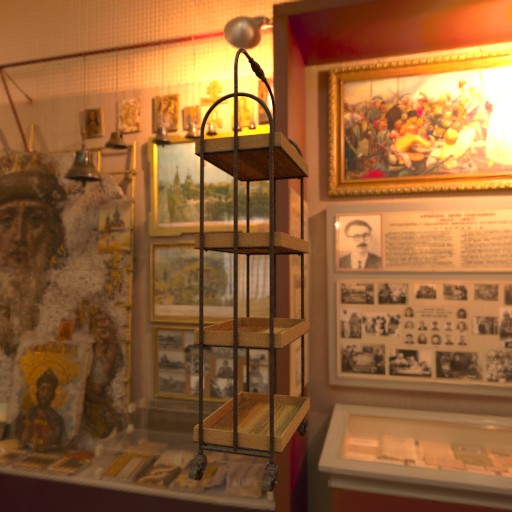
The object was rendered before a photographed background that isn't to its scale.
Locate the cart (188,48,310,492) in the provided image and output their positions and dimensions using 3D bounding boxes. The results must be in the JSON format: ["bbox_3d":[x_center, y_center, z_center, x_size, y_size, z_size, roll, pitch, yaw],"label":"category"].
[{"bbox_3d":[0.000,0.000,1.673,0.308,1.481,0.581,-1,-2,18],"label":"cart"}]
